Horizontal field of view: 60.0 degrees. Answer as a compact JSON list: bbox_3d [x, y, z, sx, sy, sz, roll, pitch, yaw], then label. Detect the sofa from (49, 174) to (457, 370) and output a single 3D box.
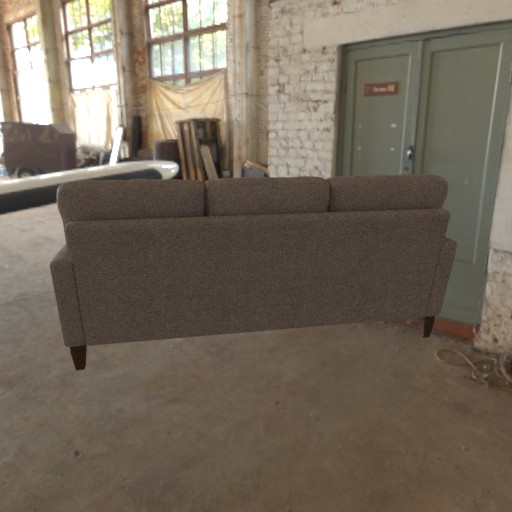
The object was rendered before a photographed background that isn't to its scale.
[{"bbox_3d":[0.000,0.000,2.654,2.115,0.984,0.888,-3,16,-11],"label":"sofa"}]
